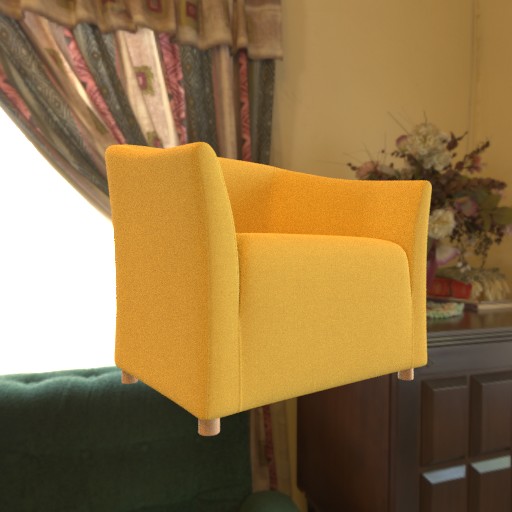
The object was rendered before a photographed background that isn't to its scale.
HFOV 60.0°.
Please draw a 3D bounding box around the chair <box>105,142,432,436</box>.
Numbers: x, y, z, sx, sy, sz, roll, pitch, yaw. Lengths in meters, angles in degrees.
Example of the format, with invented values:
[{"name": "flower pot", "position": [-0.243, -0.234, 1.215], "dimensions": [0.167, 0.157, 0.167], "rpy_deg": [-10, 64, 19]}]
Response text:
[{"name": "chair", "position": [0.000, 0.000, 1.339], "dimensions": [0.790, 0.720, 0.700], "rpy_deg": [0, 0, -36]}]
